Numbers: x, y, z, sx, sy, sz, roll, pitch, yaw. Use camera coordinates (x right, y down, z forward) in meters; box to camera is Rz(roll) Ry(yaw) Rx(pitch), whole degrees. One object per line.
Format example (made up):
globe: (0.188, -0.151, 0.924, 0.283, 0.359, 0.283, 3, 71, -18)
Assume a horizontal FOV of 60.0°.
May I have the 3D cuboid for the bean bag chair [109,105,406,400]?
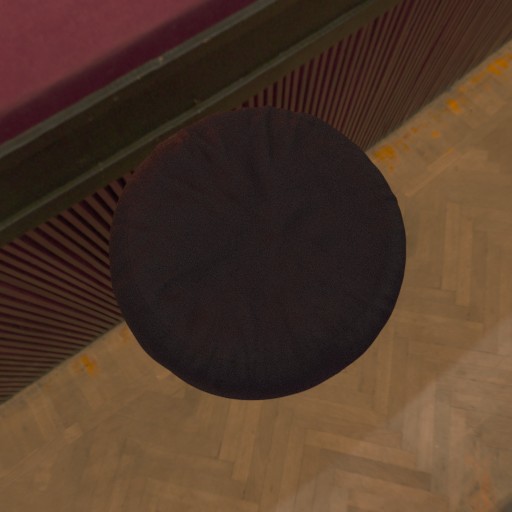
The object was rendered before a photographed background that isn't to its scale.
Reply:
bean bag chair: (0.000, 0.000, 1.990, 1.219, 0.762, 1.219, 0, 75, 0)
